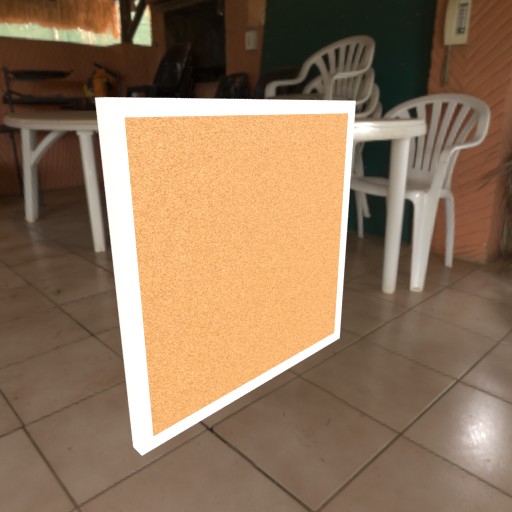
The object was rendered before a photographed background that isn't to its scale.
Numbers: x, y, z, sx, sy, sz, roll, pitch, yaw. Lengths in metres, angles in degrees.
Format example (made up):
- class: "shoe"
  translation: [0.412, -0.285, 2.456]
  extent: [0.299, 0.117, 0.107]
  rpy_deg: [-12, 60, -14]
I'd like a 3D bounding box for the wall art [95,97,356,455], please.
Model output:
- class: "wall art"
  translation: [0.000, 0.000, 1.146]
  extent: [0.762, 0.762, 0.038]
  rpy_deg: [-18, 25, -42]
